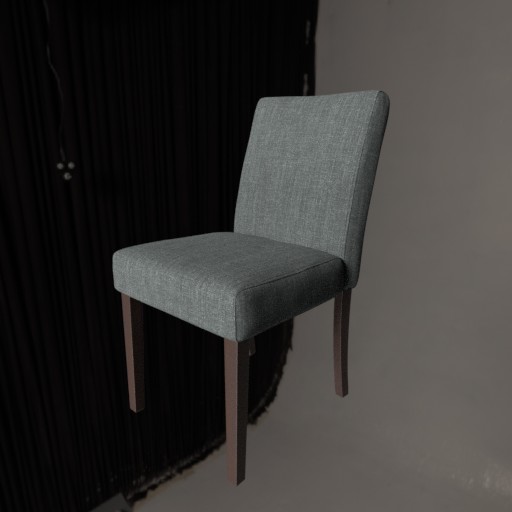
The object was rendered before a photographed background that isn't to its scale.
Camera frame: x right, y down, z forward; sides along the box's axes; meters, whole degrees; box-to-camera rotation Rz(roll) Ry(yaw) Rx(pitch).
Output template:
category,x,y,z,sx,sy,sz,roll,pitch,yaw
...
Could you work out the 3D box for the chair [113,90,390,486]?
category,x,y,z,sx,sy,sz,roll,pitch,yaw
chair,0.000,0.000,1.240,0.487,0.884,0.629,14,21,41
